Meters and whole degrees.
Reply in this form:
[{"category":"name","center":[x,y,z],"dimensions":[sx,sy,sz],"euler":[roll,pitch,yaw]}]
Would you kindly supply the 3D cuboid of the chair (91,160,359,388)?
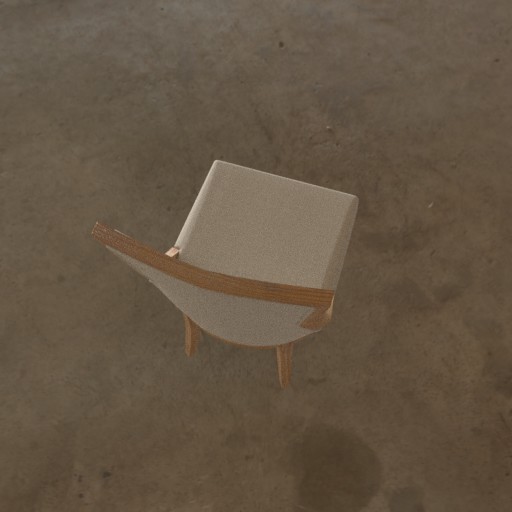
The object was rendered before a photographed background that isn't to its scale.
[{"category":"chair","center":[0.000,0.000,1.329],"dimensions":[0.524,0.947,0.641],"euler":[16,63,8]}]
